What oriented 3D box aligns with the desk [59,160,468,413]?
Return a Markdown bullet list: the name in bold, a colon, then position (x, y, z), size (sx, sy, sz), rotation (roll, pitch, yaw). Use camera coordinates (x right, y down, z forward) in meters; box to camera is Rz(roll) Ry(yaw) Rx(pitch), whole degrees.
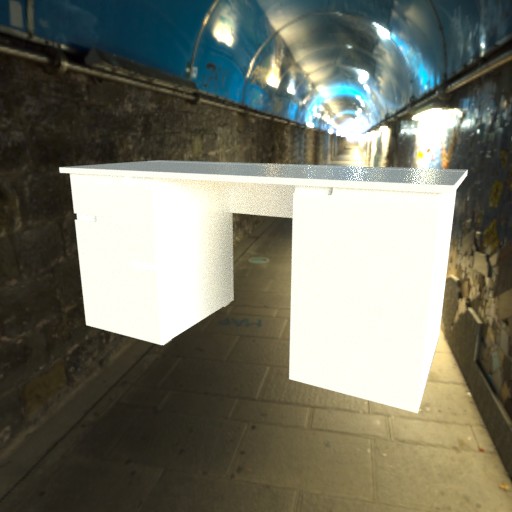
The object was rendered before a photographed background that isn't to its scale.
- **desk**: position (0.000, 0.000, 1.956), size (1.580, 0.760, 0.670), rotation (8, 17, 27)
